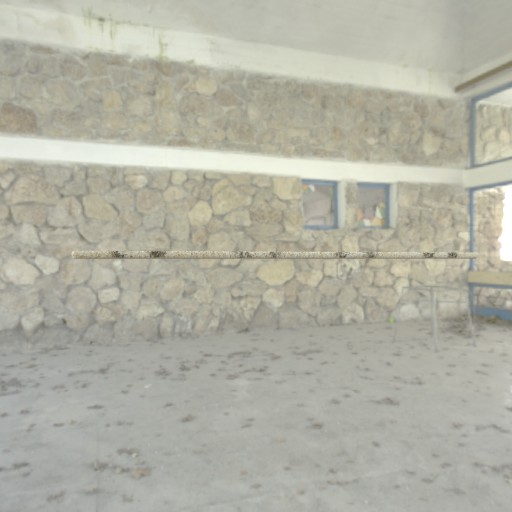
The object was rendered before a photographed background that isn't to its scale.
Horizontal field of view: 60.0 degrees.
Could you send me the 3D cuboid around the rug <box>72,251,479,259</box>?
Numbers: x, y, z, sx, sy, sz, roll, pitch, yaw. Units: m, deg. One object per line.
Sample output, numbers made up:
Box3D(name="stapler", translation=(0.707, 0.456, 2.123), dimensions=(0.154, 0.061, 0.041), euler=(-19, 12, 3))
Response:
Box3D(name="rug", translation=(0.000, 0.000, 2.183), dimensions=(1.600, 0.025, 1.200), euler=(0, 0, -19))
